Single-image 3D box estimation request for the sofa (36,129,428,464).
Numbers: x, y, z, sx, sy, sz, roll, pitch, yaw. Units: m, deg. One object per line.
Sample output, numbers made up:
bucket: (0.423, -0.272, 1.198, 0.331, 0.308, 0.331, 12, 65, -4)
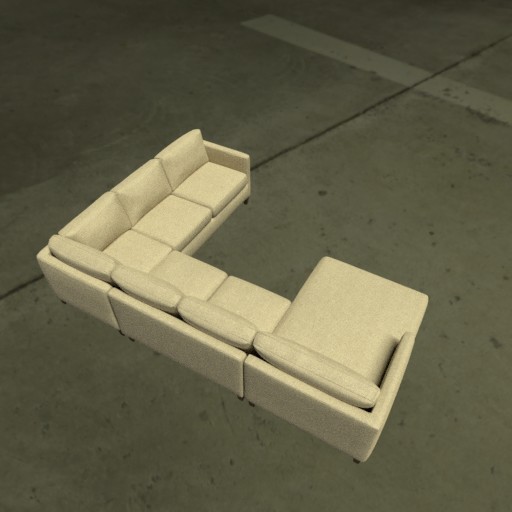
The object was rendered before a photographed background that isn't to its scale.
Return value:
sofa: (0.000, 0.000, 4.597, 3.460, 0.959, 2.593, 22, 49, 20)
